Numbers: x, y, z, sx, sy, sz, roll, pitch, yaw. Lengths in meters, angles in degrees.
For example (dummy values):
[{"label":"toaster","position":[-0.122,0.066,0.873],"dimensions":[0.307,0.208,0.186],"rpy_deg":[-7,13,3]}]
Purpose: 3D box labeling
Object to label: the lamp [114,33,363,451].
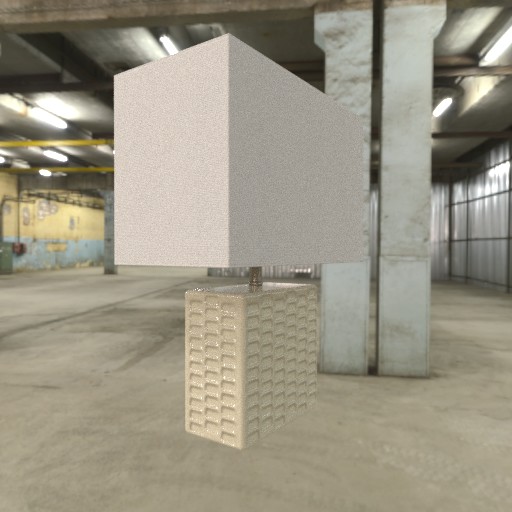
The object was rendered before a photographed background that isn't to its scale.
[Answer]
[{"label":"lamp","position":[0.000,0.000,0.695],"dimensions":[0.200,0.515,0.380],"rpy_deg":[0,1,36]}]
